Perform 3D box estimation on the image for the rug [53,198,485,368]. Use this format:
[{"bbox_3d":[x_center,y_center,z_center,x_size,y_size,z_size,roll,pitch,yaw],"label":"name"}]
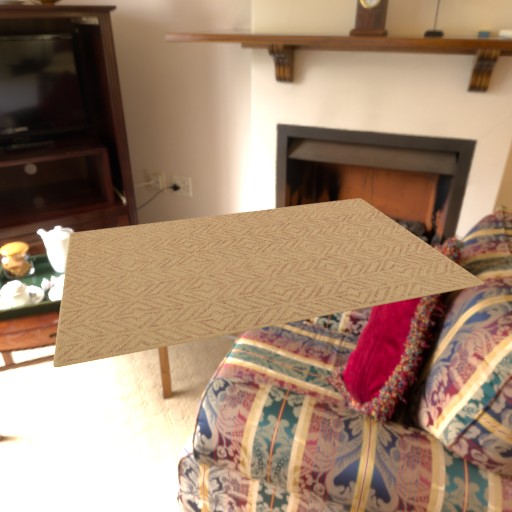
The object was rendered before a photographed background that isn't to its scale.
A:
[{"bbox_3d":[0.000,0.000,2.998,2.438,0.008,1.523,-8,29,-15],"label":"rug"}]
